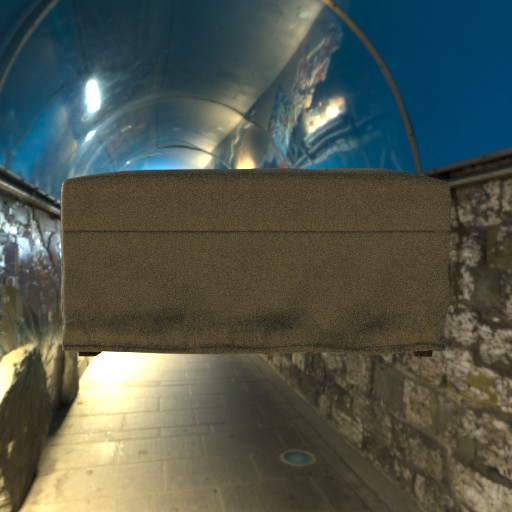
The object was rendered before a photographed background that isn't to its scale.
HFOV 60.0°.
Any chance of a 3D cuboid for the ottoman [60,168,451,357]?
[{"bbox_3d":[0.000,0.000,1.326,0.840,0.436,0.843,0,0,0],"label":"ottoman"}]
